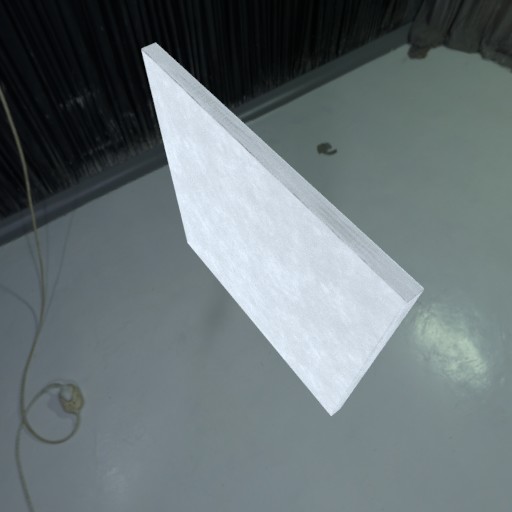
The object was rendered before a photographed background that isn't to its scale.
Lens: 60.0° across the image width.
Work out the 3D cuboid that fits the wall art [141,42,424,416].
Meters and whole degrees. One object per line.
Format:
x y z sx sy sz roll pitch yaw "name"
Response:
0.000 0.000 0.448 0.015 0.303 0.303 -33 64 -19 "wall art"
